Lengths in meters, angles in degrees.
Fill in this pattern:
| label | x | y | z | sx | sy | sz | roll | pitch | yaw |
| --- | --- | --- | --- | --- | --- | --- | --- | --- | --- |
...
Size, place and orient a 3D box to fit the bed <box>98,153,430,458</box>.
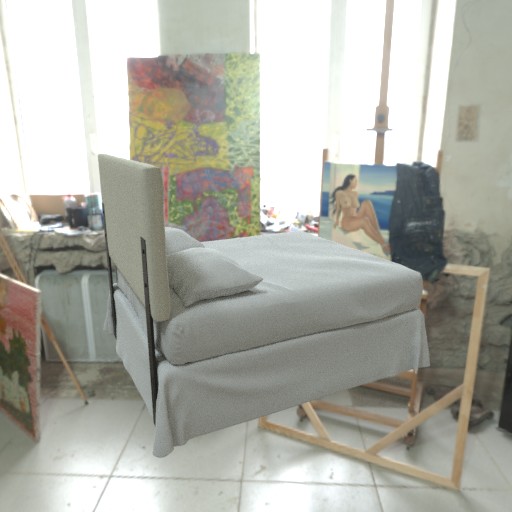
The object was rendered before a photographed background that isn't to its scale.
| label | x | y | z | sx | sy | sz | roll | pitch | yaw |
| --- | --- | --- | --- | --- | --- | --- | --- | --- | --- |
| bed | 0.000 | 0.000 | 3.532 | 2.222 | 1.577 | 1.936 | -8 | 17 | -26 |
